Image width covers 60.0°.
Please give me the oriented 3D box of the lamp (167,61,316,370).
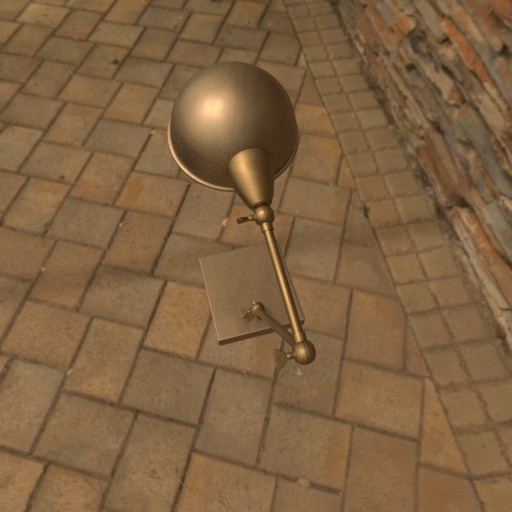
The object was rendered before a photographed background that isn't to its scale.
[{"bbox_3d":[0.000,0.000,0.545,0.149,0.371,0.339,-13,58,-8],"label":"lamp"}]
